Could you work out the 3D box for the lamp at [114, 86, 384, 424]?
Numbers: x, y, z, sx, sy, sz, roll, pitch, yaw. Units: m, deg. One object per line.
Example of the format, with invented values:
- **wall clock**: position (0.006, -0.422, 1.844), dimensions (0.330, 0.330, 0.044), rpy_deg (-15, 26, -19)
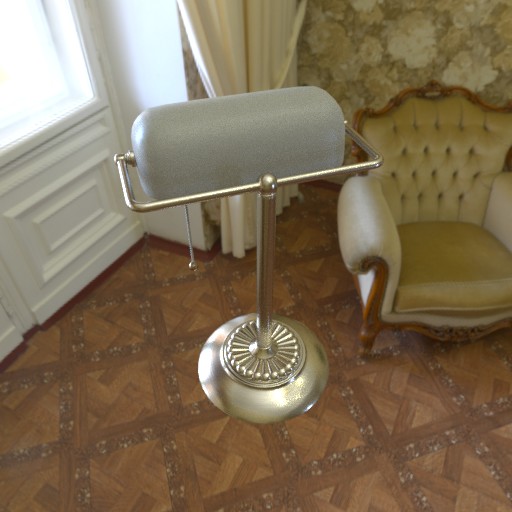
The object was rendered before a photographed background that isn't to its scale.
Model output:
- **lamp**: position (0.000, 0.000, 0.520), dimensions (0.264, 0.339, 0.243), rpy_deg (-13, 43, -14)
